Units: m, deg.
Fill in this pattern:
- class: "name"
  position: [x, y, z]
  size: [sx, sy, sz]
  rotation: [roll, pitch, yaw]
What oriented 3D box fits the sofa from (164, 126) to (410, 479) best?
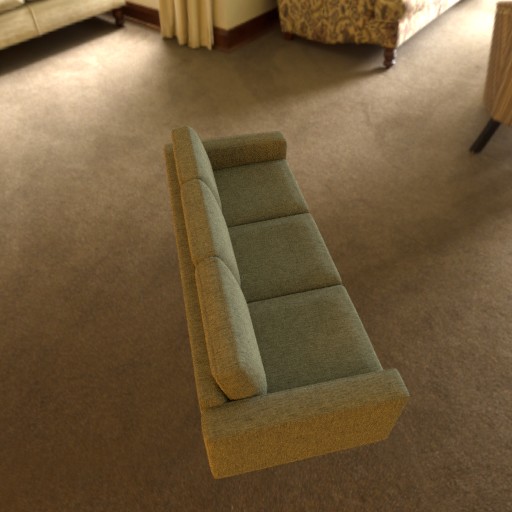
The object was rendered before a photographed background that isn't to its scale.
- class: "sofa"
  position: [0.000, 0.000, 2.640]
  size: [0.900, 0.800, 2.160]
  rotation: [-9, 48, -8]
